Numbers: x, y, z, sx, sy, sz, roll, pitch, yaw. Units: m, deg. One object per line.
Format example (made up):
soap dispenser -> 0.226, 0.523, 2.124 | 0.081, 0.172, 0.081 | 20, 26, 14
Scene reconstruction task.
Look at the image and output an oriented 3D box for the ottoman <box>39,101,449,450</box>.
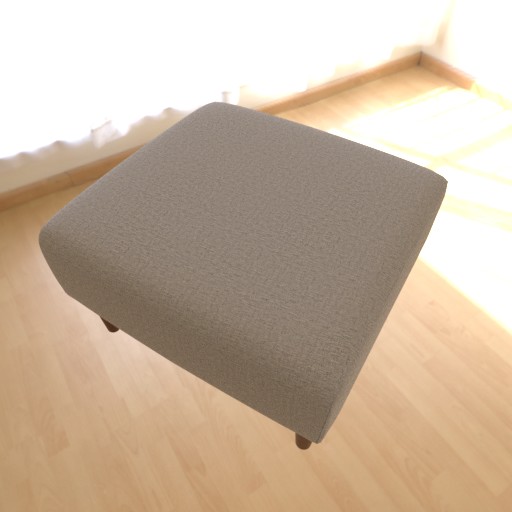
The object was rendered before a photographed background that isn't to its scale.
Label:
ottoman -> 0.000, 0.000, 1.047 | 0.655, 0.399, 0.648 | 25, 52, 21
